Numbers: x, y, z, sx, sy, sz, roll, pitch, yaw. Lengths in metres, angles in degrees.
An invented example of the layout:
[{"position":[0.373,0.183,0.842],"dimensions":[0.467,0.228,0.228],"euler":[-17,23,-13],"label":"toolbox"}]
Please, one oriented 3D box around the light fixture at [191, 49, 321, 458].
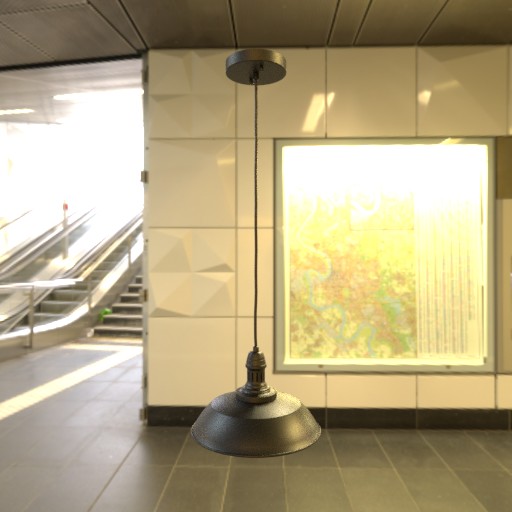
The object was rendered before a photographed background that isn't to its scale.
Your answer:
[{"position":[0.000,0.000,1.139],"dimensions":[0.331,0.993,0.331],"euler":[0,0,-18],"label":"light fixture"}]
